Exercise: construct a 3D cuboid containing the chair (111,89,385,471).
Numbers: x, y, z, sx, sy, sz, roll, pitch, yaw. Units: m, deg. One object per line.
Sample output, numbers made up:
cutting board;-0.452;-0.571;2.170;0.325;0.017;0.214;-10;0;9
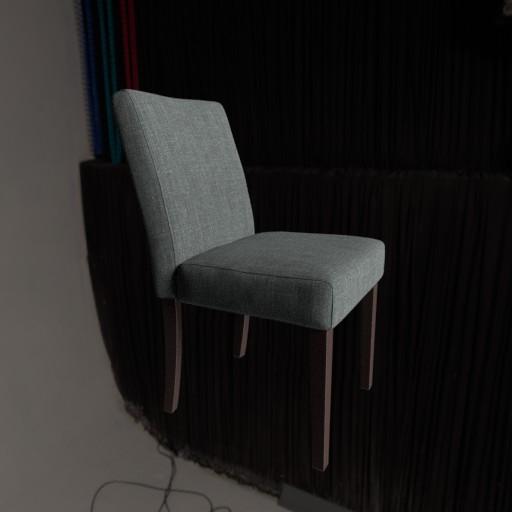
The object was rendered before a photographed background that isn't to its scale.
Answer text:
chair;0.000;0.000;1.263;0.629;0.884;0.487;8;16;28
